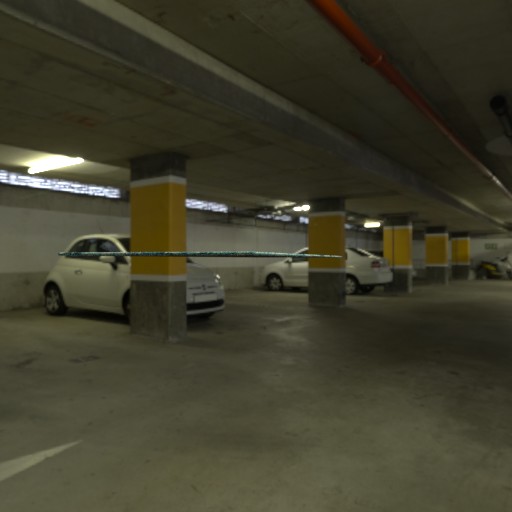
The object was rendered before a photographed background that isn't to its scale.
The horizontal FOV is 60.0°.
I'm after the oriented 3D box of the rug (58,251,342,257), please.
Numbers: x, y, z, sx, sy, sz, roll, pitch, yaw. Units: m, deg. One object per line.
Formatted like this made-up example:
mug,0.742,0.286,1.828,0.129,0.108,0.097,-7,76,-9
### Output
rug,0.000,0.000,2.654,0.750,0.011,2.435,0,0,17
